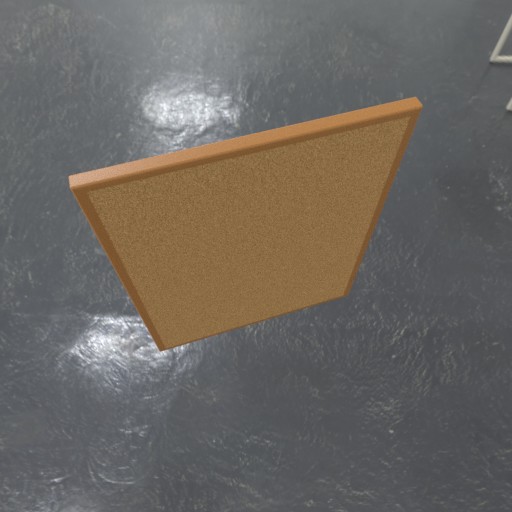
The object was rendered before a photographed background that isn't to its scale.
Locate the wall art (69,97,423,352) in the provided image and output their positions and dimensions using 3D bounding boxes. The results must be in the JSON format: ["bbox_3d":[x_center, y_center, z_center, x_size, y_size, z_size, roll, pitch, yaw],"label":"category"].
[{"bbox_3d":[0.000,0.000,0.782,0.452,0.553,0.022,-15,60,-9],"label":"wall art"}]
